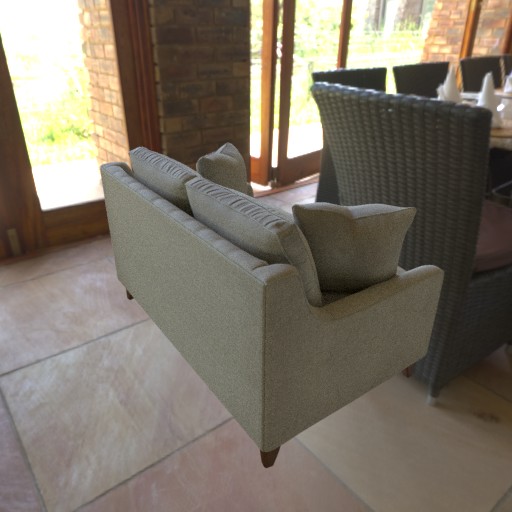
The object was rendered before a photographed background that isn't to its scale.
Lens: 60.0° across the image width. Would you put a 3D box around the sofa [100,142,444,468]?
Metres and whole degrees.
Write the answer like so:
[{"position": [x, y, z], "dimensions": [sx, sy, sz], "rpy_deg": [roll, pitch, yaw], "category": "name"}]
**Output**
[{"position": [0.000, 0.000, 2.052], "dimensions": [0.915, 0.863, 1.422], "rpy_deg": [-17, 32, -31], "category": "sofa"}]
